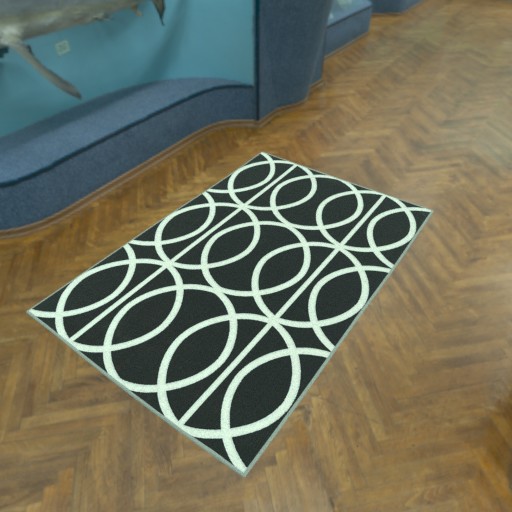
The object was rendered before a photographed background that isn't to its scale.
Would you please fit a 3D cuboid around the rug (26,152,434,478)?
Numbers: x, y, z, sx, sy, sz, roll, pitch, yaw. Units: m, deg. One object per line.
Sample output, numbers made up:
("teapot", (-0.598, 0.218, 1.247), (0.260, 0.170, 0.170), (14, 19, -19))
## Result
("rug", (0.000, 0.000, 2.816), (1.526, 0.014, 2.290), (25, 47, 26))
